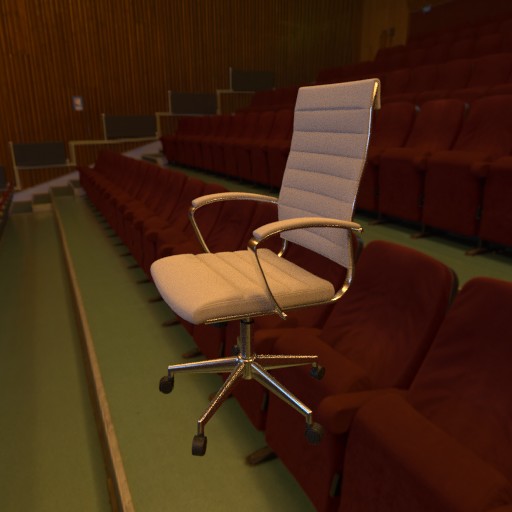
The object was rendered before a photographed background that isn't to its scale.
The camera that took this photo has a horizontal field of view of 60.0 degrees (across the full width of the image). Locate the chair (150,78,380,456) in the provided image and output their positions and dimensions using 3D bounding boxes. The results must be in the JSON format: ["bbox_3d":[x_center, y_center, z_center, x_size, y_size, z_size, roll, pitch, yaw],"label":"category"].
[{"bbox_3d":[0.000,0.000,1.553,0.667,1.149,0.679,-8,19,-25],"label":"chair"}]
